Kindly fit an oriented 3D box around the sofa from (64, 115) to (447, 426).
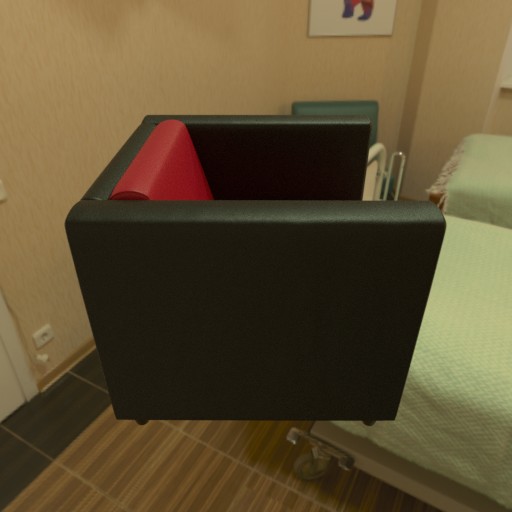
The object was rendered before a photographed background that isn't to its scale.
[{"bbox_3d":[0.000,0.000,1.434,0.809,0.724,0.839,0,32,0],"label":"sofa"}]
